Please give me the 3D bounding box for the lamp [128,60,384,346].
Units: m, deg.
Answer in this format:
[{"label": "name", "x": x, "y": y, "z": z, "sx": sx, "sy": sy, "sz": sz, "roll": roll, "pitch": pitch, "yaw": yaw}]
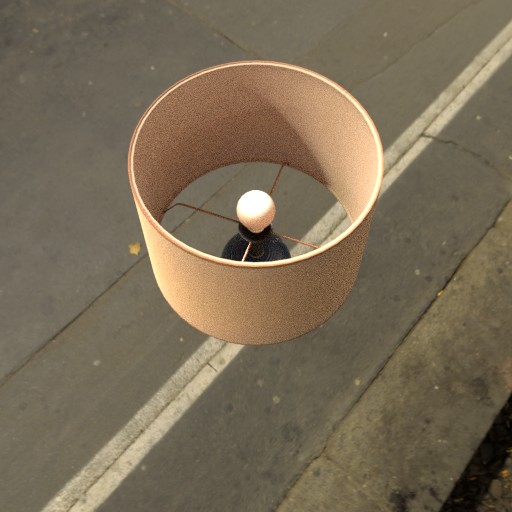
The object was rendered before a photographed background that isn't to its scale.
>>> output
[{"label": "lamp", "x": 0.000, "y": 0.000, "z": 0.830, "sx": 0.367, "sy": 0.609, "sz": 0.367, "roll": 0, "pitch": 64, "yaw": 0}]
